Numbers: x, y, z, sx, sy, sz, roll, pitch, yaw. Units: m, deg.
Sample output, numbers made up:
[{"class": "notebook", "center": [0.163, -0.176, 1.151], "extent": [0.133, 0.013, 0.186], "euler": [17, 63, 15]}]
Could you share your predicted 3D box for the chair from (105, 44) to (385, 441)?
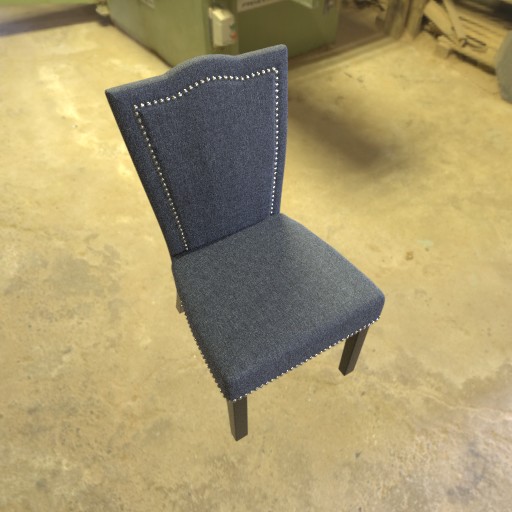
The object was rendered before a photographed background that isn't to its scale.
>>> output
[{"class": "chair", "center": [0.000, 0.000, 1.273], "extent": [0.518, 0.946, 0.589], "euler": [-24, 52, -21]}]
